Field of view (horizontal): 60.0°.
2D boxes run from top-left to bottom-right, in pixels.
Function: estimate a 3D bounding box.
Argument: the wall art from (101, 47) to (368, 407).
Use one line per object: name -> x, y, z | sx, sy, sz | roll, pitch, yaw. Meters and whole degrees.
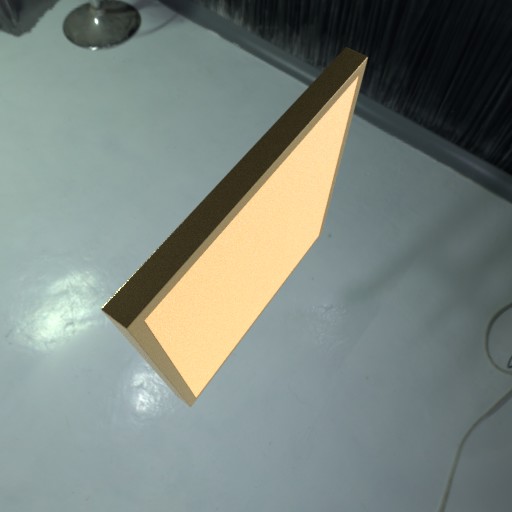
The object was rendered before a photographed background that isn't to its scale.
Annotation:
wall art -> 0.000, 0.000, 0.469 | 0.023, 0.305, 0.305 | 33, 67, 16
